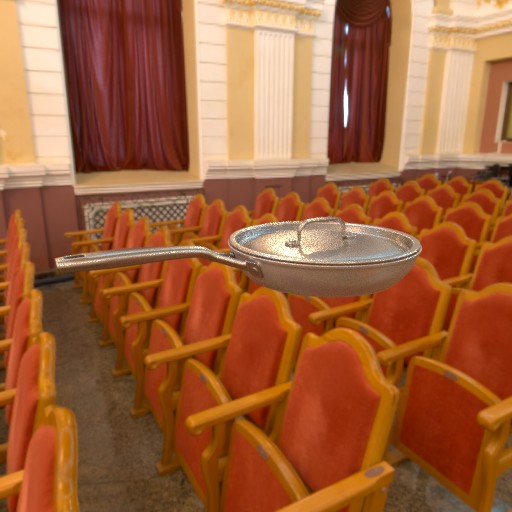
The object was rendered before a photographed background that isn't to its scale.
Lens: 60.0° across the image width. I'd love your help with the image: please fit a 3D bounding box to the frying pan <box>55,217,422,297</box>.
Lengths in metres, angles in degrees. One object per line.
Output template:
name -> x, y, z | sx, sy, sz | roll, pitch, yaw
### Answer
frying pan -> 0.000, 0.000, 0.595 | 0.490, 0.086, 0.272 | -8, 17, -28
